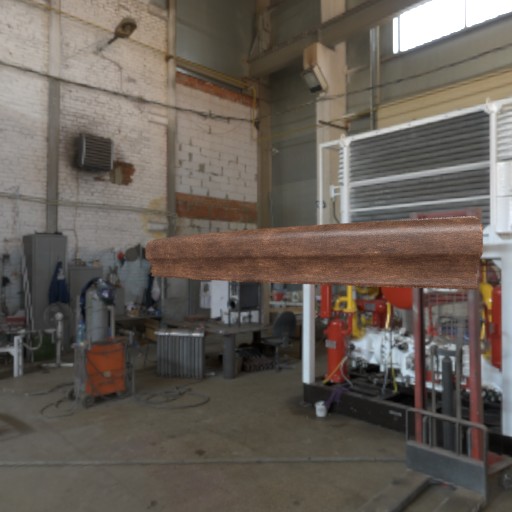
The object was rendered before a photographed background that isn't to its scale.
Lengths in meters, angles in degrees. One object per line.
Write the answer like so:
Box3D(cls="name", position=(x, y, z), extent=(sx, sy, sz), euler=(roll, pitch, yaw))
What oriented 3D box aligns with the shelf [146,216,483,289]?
Box3D(cls="shelf", position=(0.000, 0.000, 0.449), extent=(0.310, 0.050, 0.310), euler=(0, -1, 2))
